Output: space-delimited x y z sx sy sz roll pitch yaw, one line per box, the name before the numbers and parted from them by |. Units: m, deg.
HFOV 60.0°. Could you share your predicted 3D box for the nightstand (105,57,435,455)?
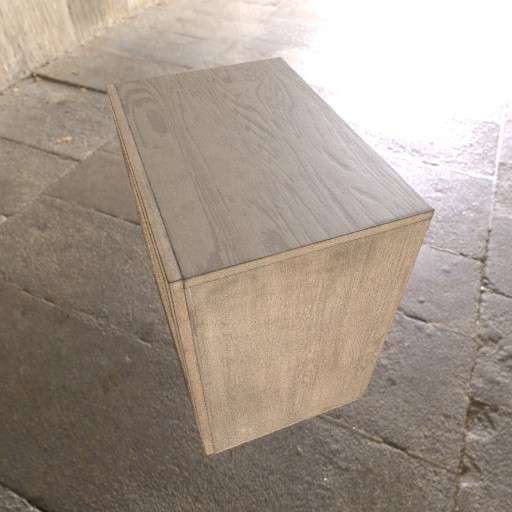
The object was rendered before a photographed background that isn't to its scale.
nightstand | 0.000 0.000 1.082 0.483 0.673 0.612 -15 48 -14
